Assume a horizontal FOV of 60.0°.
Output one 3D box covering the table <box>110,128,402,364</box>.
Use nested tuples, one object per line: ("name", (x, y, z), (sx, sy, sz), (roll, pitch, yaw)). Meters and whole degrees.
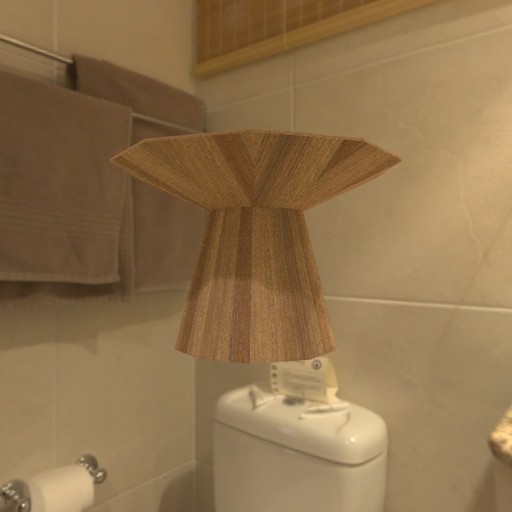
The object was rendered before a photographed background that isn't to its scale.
("table", (0.000, 0.000, 1.894), (1.186, 0.752, 1.186), (0, 0, 0))
